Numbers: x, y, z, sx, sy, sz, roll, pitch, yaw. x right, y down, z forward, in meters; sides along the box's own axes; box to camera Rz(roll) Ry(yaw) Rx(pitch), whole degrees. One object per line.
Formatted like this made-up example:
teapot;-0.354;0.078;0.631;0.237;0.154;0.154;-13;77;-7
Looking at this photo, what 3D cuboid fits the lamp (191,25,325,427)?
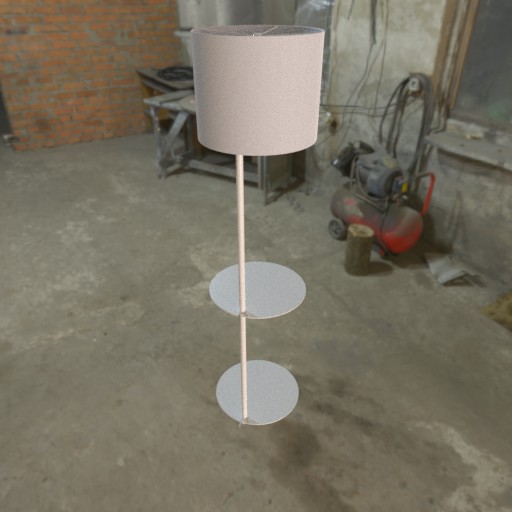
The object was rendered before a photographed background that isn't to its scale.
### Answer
lamp;0.000;0.000;1.609;0.372;1.465;0.405;11;33;17
